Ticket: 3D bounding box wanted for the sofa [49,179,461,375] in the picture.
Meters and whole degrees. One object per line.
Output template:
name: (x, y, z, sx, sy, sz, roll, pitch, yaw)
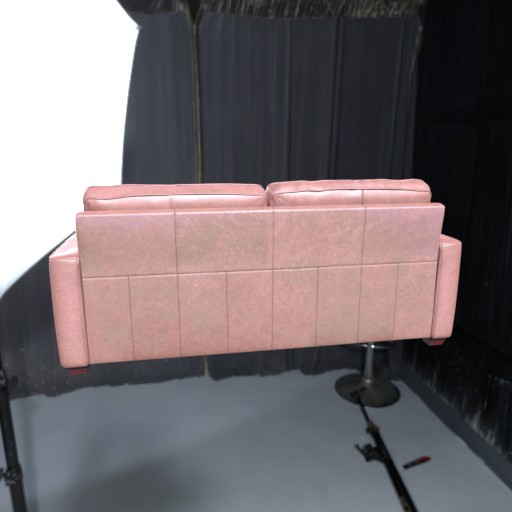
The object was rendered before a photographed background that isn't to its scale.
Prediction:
sofa: (0.000, 0.000, 2.605, 2.080, 0.919, 0.940, -2, 14, -10)
